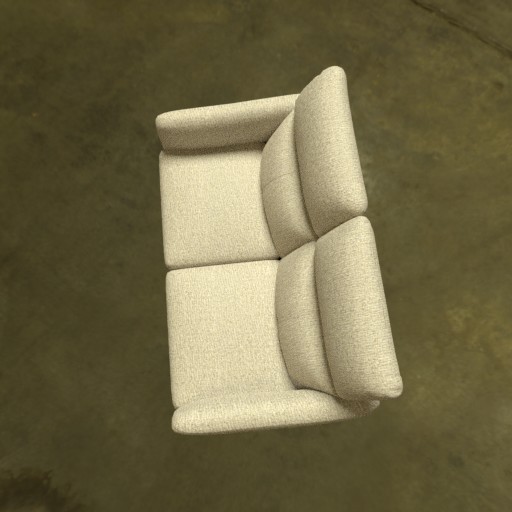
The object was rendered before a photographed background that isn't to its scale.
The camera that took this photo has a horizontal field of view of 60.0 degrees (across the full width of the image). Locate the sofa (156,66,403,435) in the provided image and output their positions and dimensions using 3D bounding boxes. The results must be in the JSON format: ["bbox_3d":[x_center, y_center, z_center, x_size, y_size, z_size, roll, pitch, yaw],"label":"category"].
[{"bbox_3d":[0.000,0.000,2.103,0.905,0.950,1.540,-6,75,-2],"label":"sofa"}]
